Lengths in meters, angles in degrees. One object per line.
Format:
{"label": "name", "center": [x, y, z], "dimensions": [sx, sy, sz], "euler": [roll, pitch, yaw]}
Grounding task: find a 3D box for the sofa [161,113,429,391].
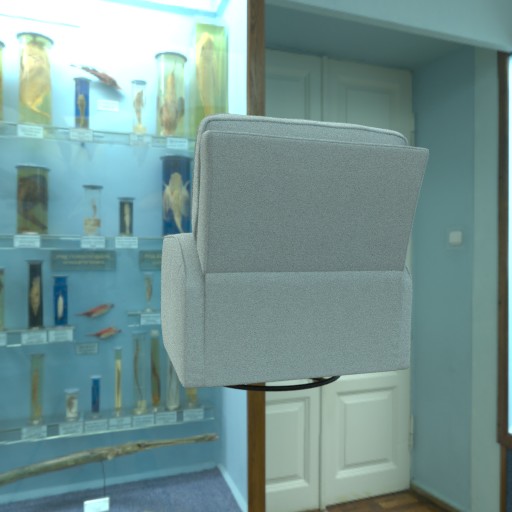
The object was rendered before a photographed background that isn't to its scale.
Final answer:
{"label": "sofa", "center": [0.000, 0.000, 2.053], "dimensions": [0.861, 0.959, 1.472], "euler": [0, 0, -17]}
